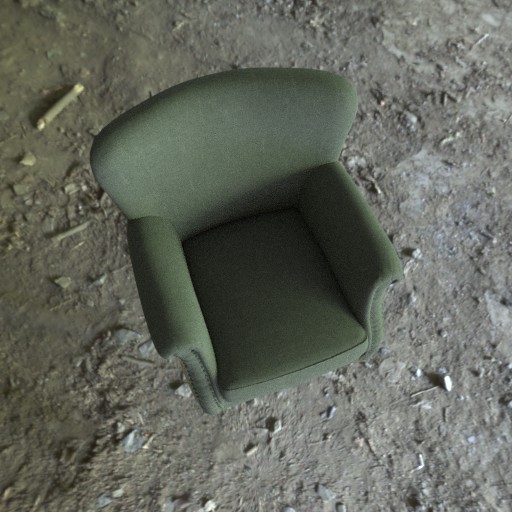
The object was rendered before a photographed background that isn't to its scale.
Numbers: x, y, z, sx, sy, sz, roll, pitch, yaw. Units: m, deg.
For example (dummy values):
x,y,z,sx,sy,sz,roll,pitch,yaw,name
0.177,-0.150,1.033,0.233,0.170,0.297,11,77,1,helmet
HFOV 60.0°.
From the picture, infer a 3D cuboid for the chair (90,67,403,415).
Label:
x,y,z,sx,sy,sz,roll,pitch,yaw,name
0.000,0.000,1.625,0.861,0.936,0.921,-17,64,-9,chair
